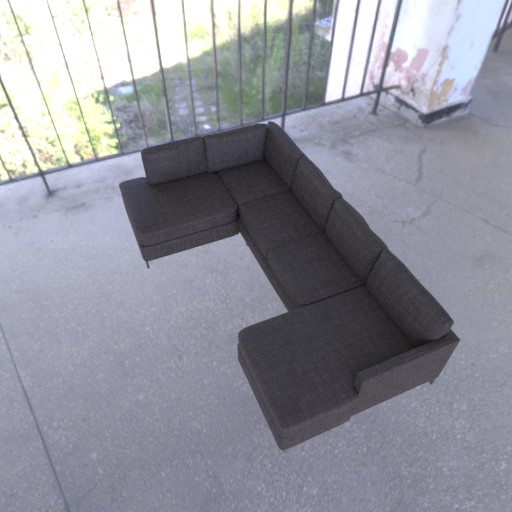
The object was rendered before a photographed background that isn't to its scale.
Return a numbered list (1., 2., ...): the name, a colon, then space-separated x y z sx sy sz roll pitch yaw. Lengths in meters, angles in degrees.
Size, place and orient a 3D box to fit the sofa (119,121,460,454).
1. sofa: 0.000 0.000 4.415 2.048 0.999 3.423 -17 49 -16
